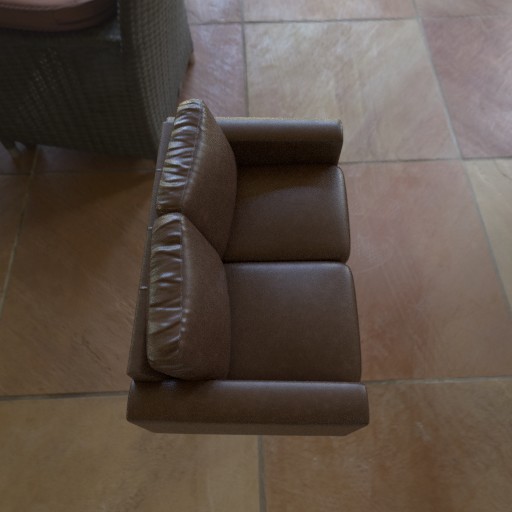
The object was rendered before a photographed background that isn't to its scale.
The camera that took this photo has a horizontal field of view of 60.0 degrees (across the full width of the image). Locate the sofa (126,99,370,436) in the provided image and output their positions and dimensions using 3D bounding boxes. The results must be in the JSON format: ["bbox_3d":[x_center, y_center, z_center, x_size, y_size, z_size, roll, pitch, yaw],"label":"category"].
[{"bbox_3d":[0.000,0.000,2.226,1.016,0.873,1.616,1,64,0],"label":"sofa"}]
